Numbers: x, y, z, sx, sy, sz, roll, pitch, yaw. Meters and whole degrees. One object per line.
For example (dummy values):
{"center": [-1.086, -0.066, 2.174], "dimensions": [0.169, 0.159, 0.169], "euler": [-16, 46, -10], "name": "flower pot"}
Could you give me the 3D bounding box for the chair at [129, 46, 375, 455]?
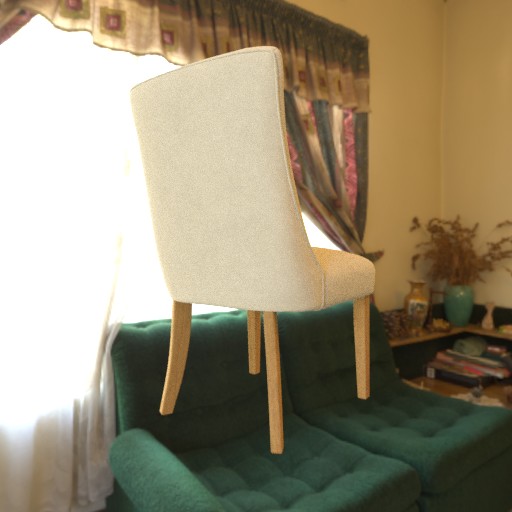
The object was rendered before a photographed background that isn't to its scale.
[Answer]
{"center": [0.000, 0.000, 1.265], "dimensions": [0.495, 0.902, 0.610], "euler": [2, 3, 36], "name": "chair"}
